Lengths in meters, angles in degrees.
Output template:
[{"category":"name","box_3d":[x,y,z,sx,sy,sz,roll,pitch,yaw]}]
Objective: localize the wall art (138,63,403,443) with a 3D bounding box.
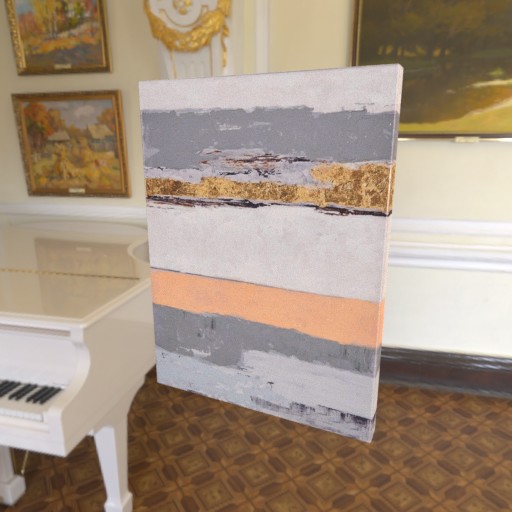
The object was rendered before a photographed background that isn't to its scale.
[{"category":"wall art","box_3d":[0.000,0.000,0.798,0.456,0.609,0.038,7,16,25]}]
